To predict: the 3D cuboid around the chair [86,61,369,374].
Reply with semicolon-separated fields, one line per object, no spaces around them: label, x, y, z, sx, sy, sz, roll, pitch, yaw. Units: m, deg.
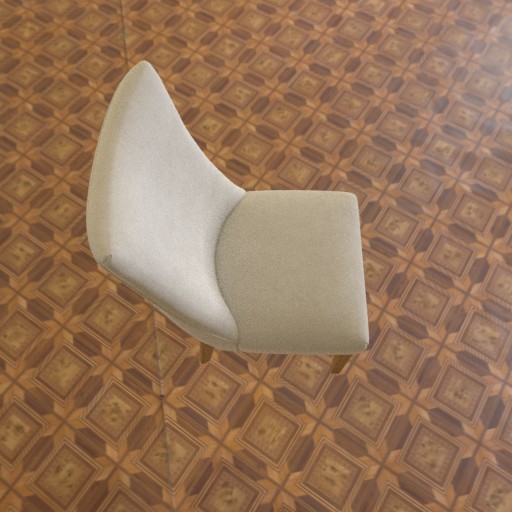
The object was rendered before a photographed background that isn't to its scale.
chair;0.000;0.000;1.221;0.610;0.902;0.495;2;64;1
